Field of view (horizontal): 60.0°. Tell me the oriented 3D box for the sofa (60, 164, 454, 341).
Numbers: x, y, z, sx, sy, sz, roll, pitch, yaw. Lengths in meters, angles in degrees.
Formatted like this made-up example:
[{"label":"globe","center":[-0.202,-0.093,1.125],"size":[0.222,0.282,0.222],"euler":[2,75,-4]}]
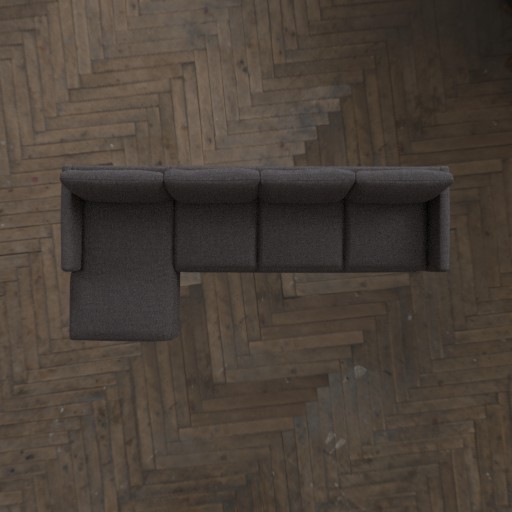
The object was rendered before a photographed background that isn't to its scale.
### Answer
[{"label":"sofa","center":[0.000,0.000,3.232],"size":[2.731,0.754,1.258],"euler":[0,90,-1]}]
